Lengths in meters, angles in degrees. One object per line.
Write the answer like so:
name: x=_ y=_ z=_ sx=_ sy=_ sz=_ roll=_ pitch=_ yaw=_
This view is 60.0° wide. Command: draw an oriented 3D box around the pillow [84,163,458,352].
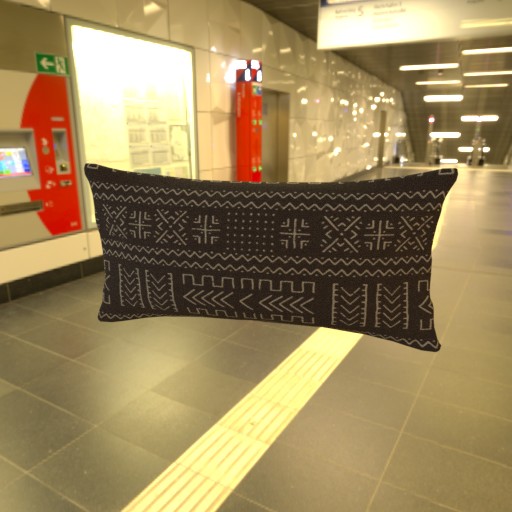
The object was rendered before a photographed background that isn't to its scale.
pillow: x=0.000 y=0.000 z=0.801 sx=0.667 sy=0.322 sz=0.135 roll=3 pitch=16 yaw=11
